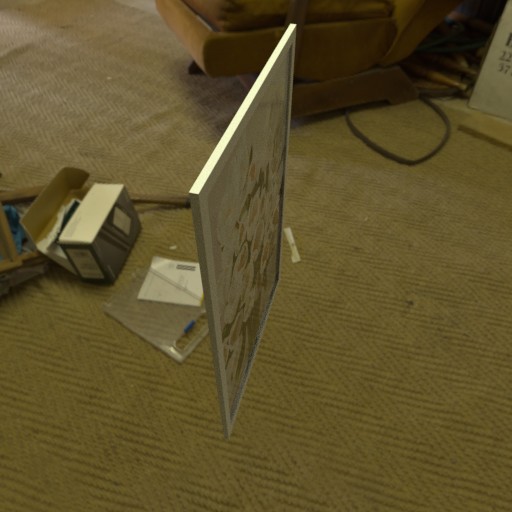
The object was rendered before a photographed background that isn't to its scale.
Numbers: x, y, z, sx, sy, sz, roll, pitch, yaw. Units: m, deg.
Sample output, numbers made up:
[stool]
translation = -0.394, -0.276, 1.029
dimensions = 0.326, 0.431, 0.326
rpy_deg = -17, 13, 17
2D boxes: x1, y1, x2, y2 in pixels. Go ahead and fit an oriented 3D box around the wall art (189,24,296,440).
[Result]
[wall art]
translation = 0.000, 0.000, 1.213
dimensions = 0.015, 0.965, 0.660
rpy_deg = 12, 49, 11
